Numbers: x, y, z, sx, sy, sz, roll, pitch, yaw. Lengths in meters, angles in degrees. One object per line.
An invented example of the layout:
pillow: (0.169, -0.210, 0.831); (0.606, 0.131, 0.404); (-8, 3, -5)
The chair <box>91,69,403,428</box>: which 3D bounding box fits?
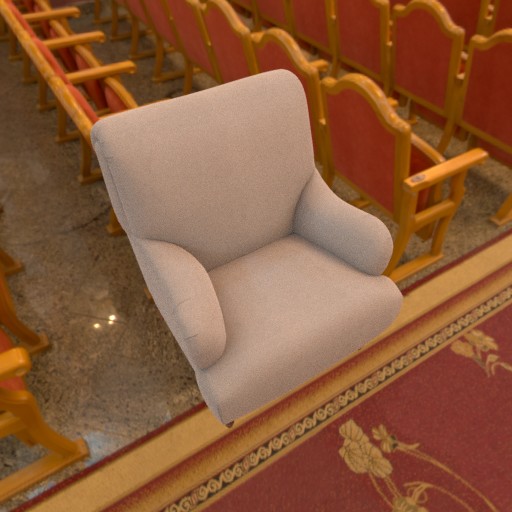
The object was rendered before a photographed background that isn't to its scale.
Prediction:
chair: (0.000, 0.000, 1.575); (0.766, 0.942, 0.842); (-24, 52, -21)
